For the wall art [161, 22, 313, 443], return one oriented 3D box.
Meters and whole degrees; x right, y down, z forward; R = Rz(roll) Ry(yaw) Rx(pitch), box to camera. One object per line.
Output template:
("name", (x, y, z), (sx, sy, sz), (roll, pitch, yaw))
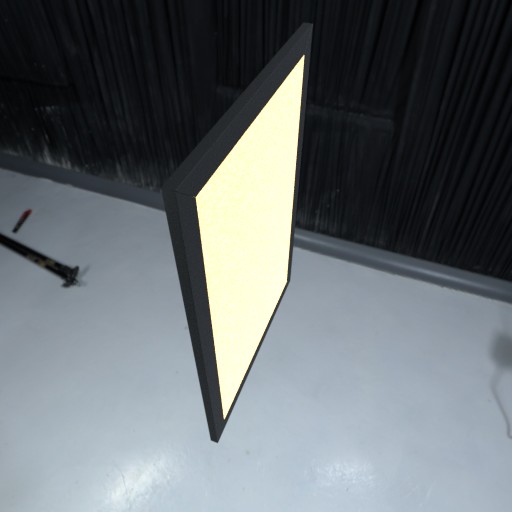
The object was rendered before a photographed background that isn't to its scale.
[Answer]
("wall art", (0.000, 0.000, 0.573), (0.011, 0.459, 0.326), (16, 49, 15))
